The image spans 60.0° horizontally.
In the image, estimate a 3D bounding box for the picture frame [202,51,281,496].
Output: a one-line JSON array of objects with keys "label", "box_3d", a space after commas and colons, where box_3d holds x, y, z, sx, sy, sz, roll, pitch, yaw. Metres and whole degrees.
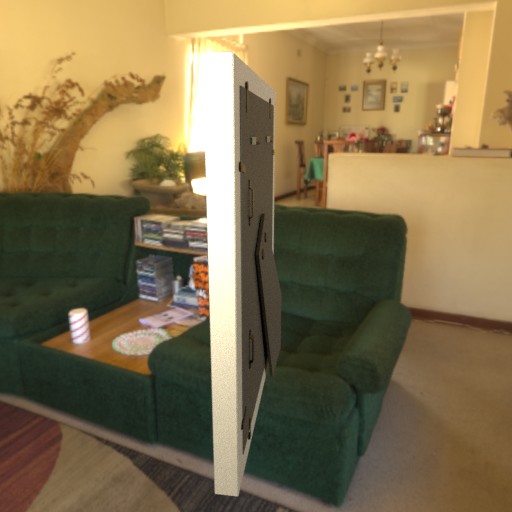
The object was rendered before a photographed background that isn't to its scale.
[{"label": "picture frame", "box_3d": [0.000, 0.000, 0.514, 0.036, 0.386, 0.307, 2, 16, 8]}]
